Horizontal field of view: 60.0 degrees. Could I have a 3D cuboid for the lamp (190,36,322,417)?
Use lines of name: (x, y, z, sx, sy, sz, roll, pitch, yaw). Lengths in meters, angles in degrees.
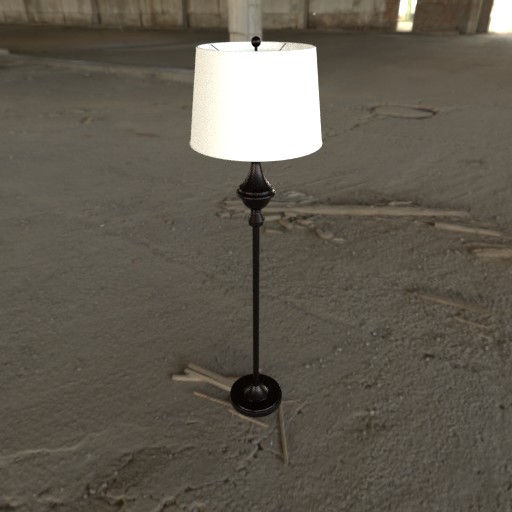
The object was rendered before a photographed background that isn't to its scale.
lamp: (0.000, 0.000, 1.668, 0.431, 1.484, 0.431, 0, 30, 0)
